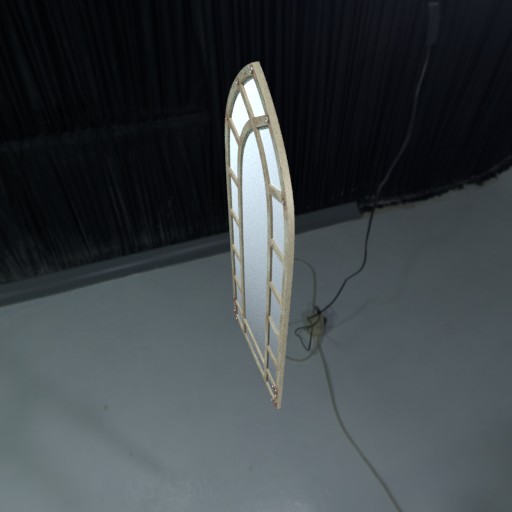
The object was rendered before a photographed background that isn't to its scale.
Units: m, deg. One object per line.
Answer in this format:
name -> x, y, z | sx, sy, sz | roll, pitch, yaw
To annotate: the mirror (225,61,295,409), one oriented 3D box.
mirror -> 0.000, 0.000, 1.349 | 0.025, 1.175, 0.464 | -16, 49, -14
